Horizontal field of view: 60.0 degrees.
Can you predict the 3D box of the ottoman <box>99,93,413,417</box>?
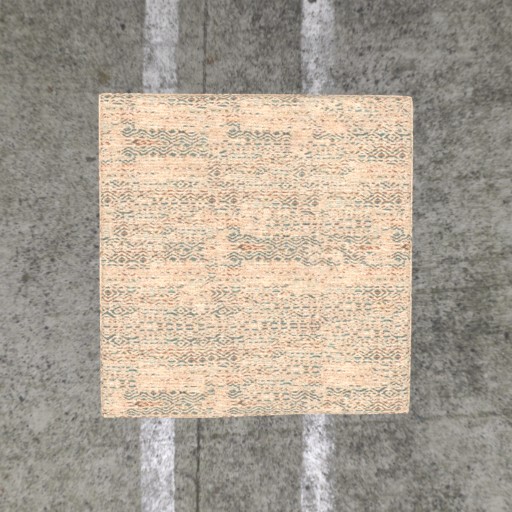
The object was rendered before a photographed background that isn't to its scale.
[{"bbox_3d":[0.000,0.000,1.505,0.968,0.356,1.004,0,91,-2],"label":"ottoman"}]
